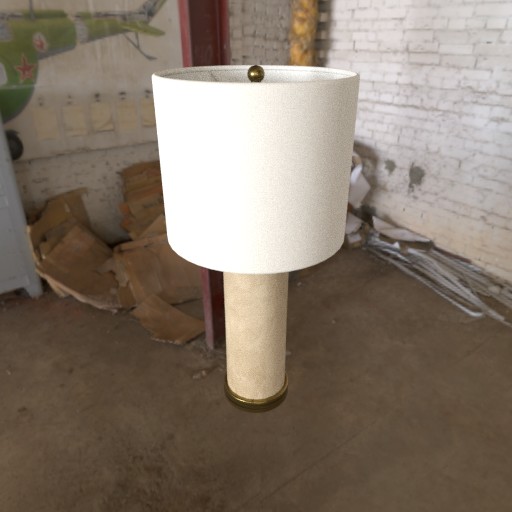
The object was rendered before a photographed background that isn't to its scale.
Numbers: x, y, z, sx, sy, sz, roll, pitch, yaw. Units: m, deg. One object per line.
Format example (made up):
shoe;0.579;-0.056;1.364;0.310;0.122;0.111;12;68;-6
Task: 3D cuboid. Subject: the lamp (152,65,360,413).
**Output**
lamp;0.000;0.000;0.800;0.305;0.634;0.305;0;27;0
